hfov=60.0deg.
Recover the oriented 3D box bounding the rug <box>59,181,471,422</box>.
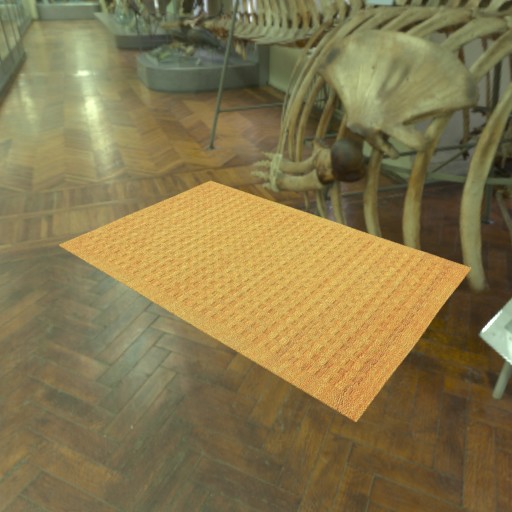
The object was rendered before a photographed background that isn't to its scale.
[{"bbox_3d":[0.000,0.000,2.228,1.747,0.006,1.143,23,38,33],"label":"rug"}]
